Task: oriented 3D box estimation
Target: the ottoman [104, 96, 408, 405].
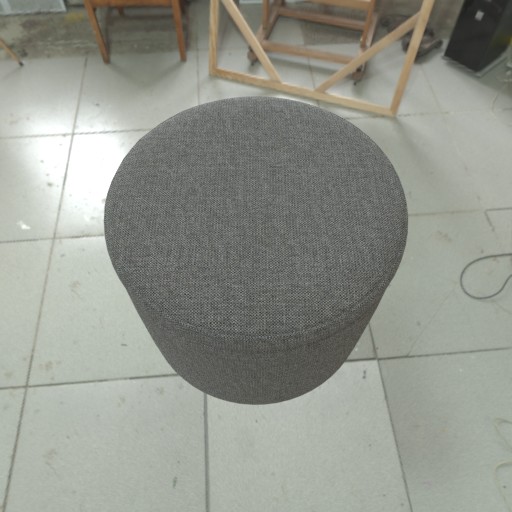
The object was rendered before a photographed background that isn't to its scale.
[{"bbox_3d":[0.000,0.000,0.917,0.520,0.430,0.520,0,59,0],"label":"ottoman"}]
